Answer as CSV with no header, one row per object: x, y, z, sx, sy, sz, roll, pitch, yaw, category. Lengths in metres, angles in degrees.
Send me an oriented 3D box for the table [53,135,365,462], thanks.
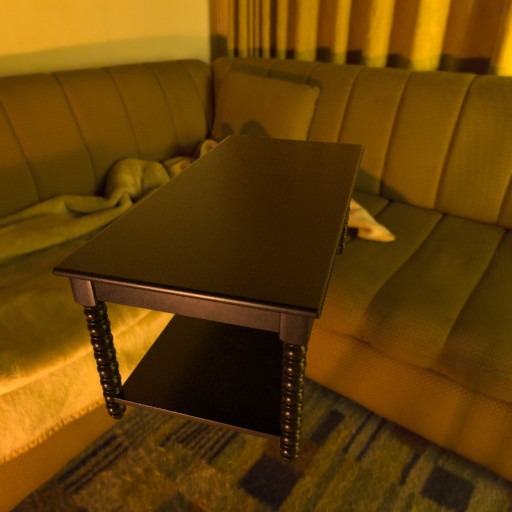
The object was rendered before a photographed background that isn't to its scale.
0.000,0.000,1.475,0.580,0.487,1.171,8,30,14,table
